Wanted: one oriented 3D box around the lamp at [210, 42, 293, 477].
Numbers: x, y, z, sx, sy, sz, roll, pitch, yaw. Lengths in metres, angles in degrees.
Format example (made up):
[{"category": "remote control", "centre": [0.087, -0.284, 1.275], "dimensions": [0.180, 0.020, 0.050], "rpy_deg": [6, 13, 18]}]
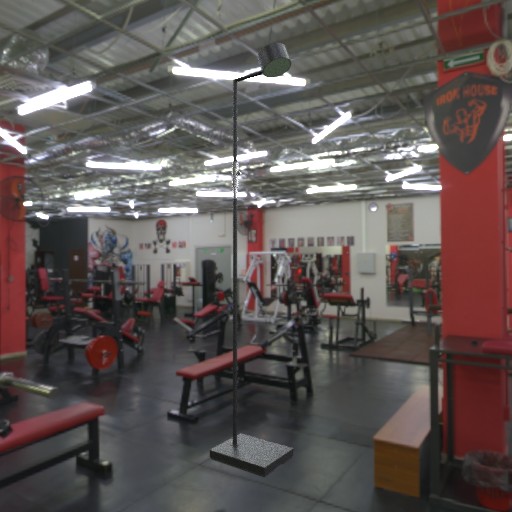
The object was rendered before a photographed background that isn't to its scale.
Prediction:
[{"category": "lamp", "centre": [0.000, 0.000, 1.745], "dimensions": [0.304, 1.600, 0.203], "rpy_deg": [0, -1, 35]}]
